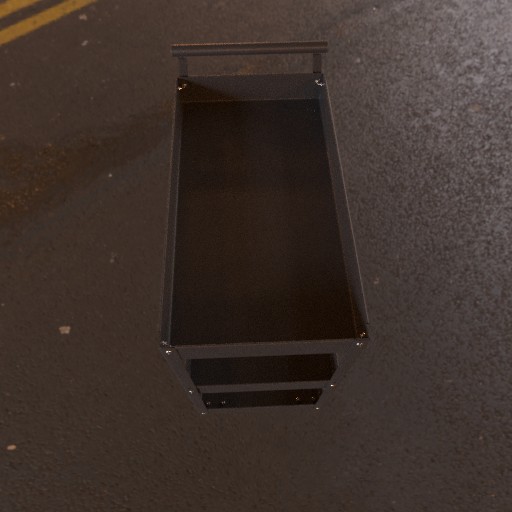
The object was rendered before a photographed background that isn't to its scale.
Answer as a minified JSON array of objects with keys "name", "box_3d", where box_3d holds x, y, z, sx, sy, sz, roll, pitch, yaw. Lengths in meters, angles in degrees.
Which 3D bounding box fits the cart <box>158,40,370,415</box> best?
[{"name":"cart","box_3d":[0.000,0.000,1.197,0.366,0.780,0.719,-2,61,-1]}]
